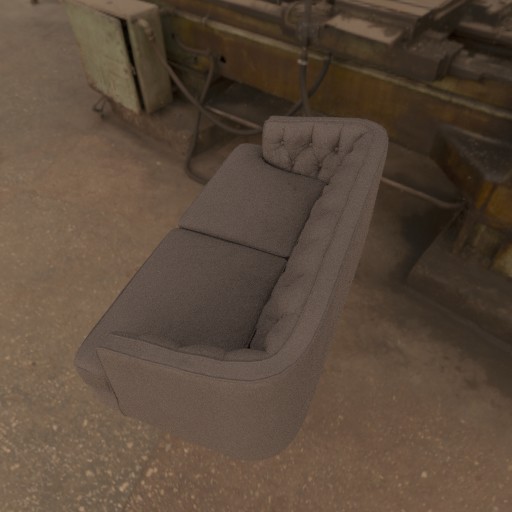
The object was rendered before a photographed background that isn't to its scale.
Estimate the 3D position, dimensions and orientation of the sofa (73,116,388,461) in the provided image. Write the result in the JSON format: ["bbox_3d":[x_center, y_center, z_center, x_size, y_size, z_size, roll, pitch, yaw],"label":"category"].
[{"bbox_3d":[0.000,0.000,2.207,0.941,0.855,1.733,17,49,15],"label":"sofa"}]
